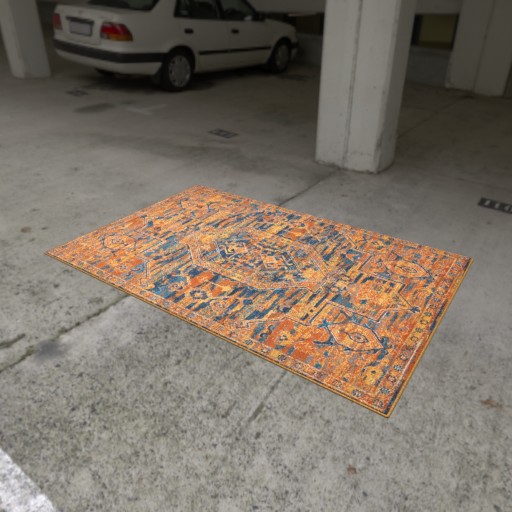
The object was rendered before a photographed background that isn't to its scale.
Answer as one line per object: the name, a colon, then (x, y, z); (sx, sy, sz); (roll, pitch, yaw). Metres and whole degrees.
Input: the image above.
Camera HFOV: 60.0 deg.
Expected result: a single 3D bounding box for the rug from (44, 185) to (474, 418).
rug: (0.000, 0.000, 2.159); (1.758, 0.013, 1.148); (19, 35, 30)
